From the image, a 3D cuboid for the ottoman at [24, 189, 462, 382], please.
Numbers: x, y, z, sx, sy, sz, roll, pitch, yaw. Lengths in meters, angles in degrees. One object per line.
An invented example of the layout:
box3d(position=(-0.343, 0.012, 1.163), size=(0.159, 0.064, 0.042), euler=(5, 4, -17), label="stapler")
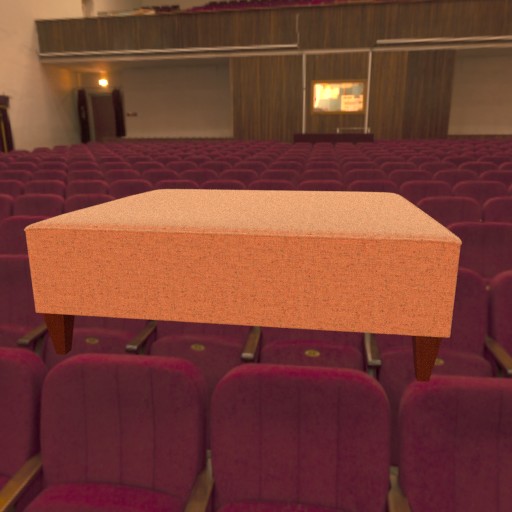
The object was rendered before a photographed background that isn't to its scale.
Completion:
box3d(position=(0.000, 0.000, 1.209), size=(0.835, 0.303, 0.736), euler=(2, 15, 8), label="ottoman")
